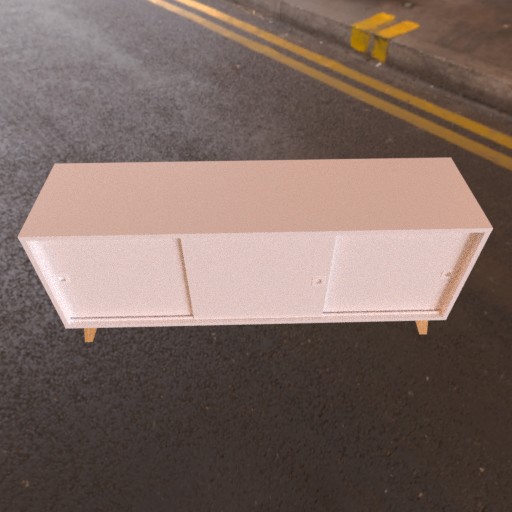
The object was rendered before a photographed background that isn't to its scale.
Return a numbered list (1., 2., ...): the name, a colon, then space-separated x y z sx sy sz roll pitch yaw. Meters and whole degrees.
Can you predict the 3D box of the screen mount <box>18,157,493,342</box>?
1. screen mount: 0.000 0.000 1.749 1.490 0.619 0.400 -1 46 -1
